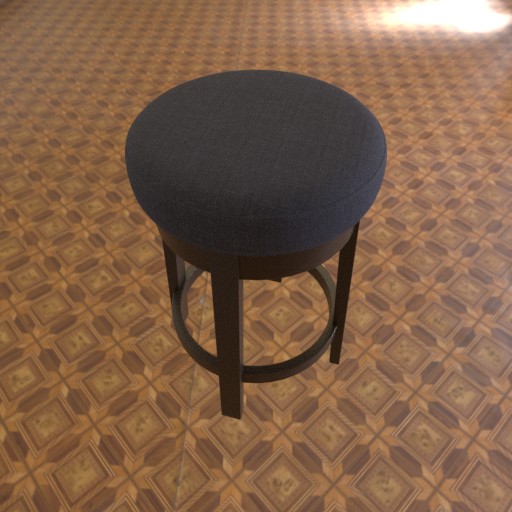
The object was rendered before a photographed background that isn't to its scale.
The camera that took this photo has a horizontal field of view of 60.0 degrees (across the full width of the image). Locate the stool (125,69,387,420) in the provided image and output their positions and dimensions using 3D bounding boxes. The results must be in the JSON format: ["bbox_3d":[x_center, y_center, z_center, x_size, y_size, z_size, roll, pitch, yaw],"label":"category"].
[{"bbox_3d":[0.000,0.000,0.945,0.449,0.655,0.449,0,47,0],"label":"stool"}]
